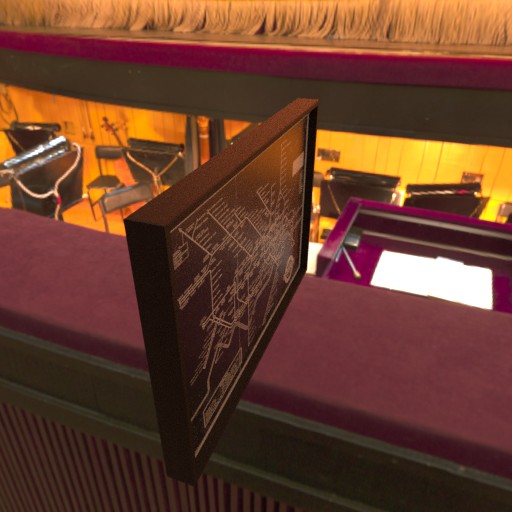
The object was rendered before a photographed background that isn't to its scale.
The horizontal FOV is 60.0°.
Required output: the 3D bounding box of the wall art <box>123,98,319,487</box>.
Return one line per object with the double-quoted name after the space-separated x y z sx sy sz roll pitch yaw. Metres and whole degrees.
0.000 0.000 0.852 0.051 0.456 0.671 11 32 18 "wall art"
